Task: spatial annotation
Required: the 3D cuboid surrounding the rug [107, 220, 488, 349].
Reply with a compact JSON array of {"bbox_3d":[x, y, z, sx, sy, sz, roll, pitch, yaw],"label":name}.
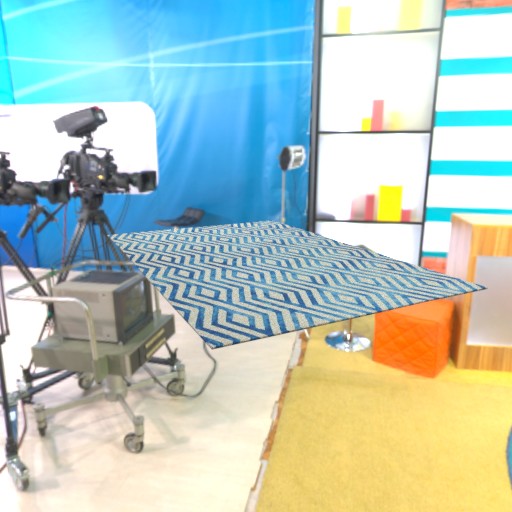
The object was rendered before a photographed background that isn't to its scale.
[{"bbox_3d":[0.000,0.000,2.349,1.225,0.008,1.830,-7,16,-26],"label":"rug"}]
